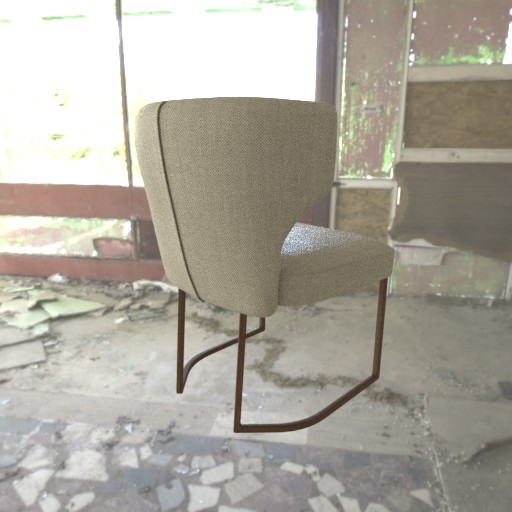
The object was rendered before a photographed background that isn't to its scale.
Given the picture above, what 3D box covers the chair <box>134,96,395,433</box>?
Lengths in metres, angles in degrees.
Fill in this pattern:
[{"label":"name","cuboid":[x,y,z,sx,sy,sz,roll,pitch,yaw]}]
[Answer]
[{"label":"chair","cuboid":[0.000,0.000,1.266,0.611,0.824,0.617,15,22,43]}]
